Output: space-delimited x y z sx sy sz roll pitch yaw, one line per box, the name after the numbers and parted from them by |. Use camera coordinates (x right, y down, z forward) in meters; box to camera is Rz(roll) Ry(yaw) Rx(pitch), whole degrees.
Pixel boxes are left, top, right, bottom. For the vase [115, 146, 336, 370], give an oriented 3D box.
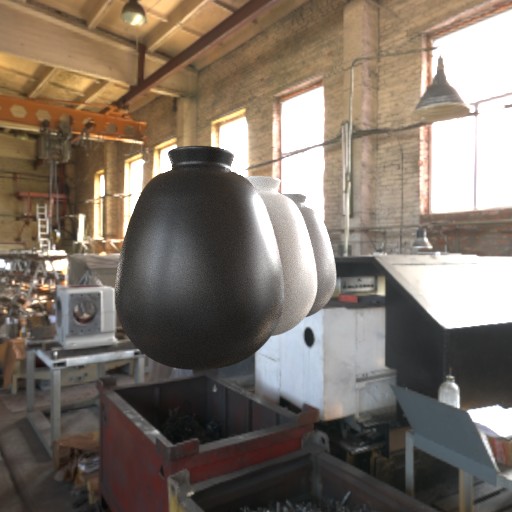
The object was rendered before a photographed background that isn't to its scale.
0.000 0.000 0.356 0.097 0.122 0.297 0 0 19 | vase
